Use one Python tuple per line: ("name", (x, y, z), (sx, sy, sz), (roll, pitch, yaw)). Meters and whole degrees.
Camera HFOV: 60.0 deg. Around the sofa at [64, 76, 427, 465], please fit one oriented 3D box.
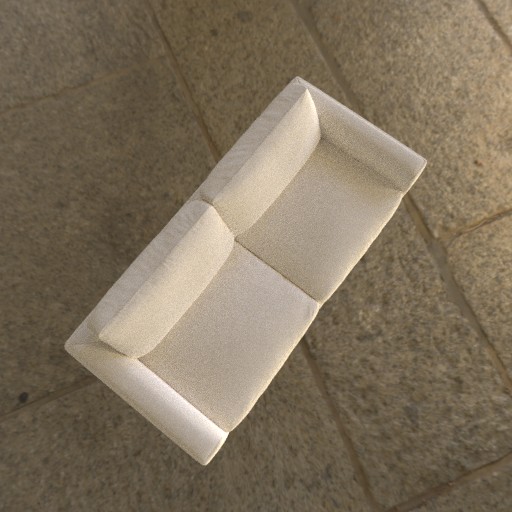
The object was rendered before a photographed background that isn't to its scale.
("sofa", (0.000, 0.000, 2.780), (1.070, 0.801, 2.262), (37, 78, 9))
